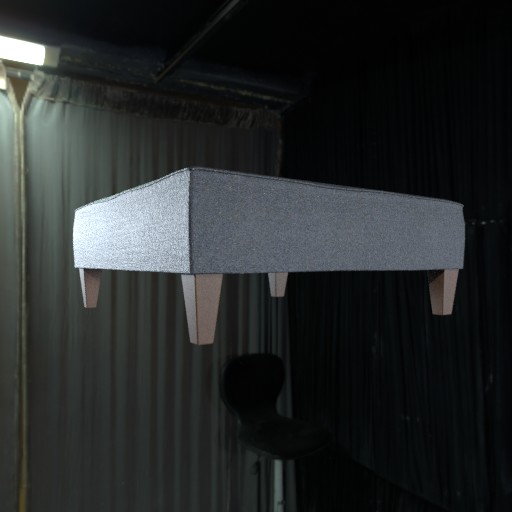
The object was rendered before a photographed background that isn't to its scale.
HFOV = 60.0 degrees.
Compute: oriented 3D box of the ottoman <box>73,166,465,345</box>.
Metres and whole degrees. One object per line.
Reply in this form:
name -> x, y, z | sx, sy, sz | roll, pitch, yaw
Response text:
ottoman -> 0.000, 0.000, 1.551 | 1.004, 0.382, 0.968 | 0, -1, -35
